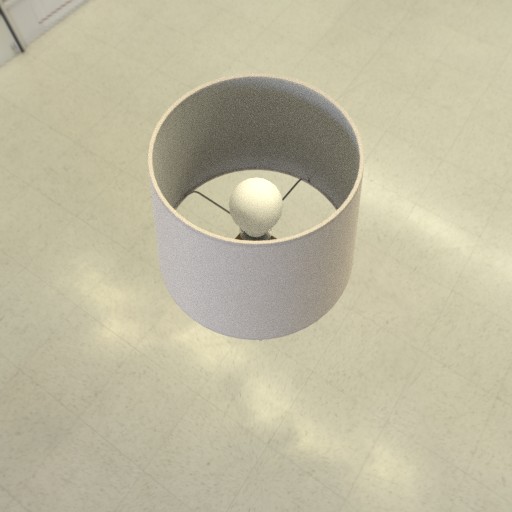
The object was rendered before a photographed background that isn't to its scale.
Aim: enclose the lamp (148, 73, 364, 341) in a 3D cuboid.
[{"bbox_3d":[0.000,0.000,0.602,0.251,0.435,0.251,0,63,0],"label":"lamp"}]
